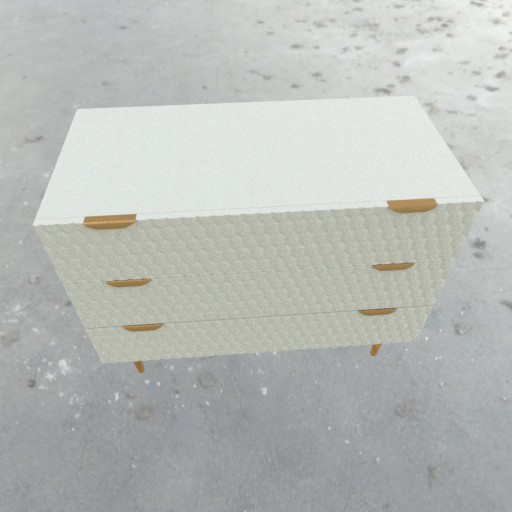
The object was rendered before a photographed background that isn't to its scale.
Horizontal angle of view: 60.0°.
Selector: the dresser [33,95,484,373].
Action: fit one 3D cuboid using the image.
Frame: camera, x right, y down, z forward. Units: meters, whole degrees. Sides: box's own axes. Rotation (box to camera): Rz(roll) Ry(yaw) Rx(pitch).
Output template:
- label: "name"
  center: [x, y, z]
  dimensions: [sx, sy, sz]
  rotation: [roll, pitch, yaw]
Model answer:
- label: "dresser"
  center: [0.000, 0.000, 1.297]
  dimensions: [0.905, 0.721, 0.457]
  rotation: [-3, 47, -3]
